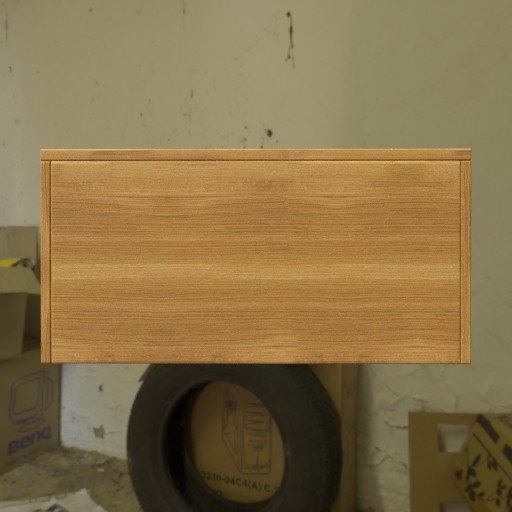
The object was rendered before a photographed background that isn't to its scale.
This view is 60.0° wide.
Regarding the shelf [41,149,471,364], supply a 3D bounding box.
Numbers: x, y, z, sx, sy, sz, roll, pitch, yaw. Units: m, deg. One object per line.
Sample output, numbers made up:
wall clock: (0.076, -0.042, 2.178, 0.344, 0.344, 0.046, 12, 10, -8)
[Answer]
shelf: (0.000, 0.000, 1.023, 0.800, 0.400, 0.400, 0, 0, 0)
